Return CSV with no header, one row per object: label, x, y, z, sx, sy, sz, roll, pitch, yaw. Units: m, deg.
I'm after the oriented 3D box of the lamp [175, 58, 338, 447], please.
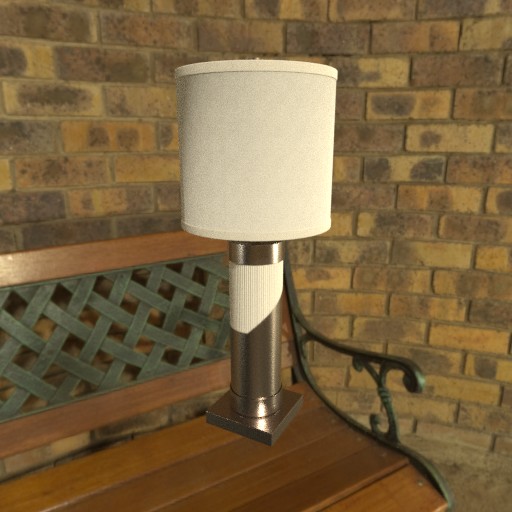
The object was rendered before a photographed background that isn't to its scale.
lamp,0.000,0.000,0.621,0.202,0.509,0.202,8,17,28
